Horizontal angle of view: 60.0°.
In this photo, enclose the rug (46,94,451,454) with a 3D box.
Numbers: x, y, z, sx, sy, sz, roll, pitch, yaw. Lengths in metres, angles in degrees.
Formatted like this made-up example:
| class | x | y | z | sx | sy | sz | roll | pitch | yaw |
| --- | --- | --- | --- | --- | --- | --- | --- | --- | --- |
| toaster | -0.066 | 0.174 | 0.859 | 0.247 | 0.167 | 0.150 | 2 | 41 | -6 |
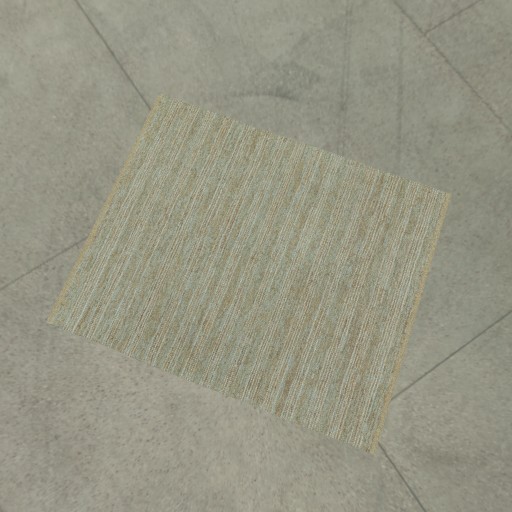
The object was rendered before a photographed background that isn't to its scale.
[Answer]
| class | x | y | z | sx | sy | sz | roll | pitch | yaw |
| --- | --- | --- | --- | --- | --- | --- | --- | --- | --- |
| rug | 0.000 | 0.000 | 4.064 | 3.034 | 0.012 | 2.471 | 20 | 77 | 5 |
